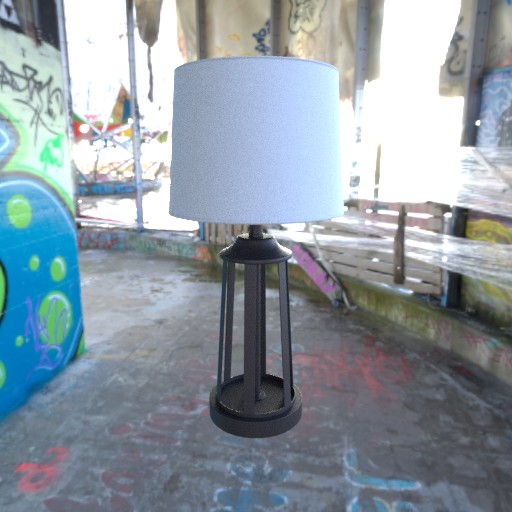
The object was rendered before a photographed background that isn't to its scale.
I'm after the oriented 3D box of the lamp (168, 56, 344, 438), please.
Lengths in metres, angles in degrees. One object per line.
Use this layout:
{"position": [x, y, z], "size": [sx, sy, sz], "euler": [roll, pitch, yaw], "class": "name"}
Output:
{"position": [0.000, 0.000, 0.659], "size": [0.251, 0.509, 0.251], "euler": [0, 13, 0], "class": "lamp"}
